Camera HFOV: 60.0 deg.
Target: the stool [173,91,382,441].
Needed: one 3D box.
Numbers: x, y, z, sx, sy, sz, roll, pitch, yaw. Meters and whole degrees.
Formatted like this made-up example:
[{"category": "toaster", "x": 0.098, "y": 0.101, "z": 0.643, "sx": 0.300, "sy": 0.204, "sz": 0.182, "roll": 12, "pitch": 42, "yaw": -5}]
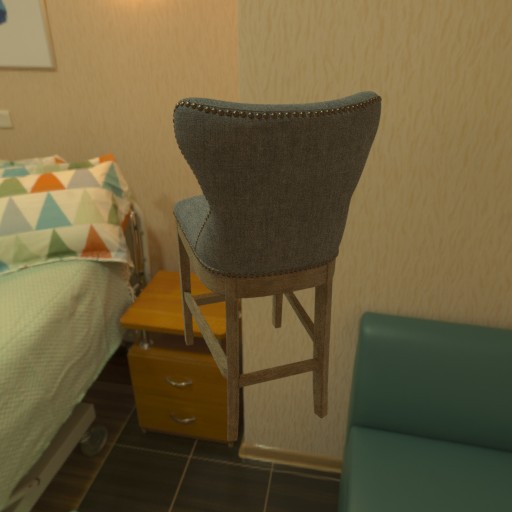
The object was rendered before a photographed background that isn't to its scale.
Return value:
[{"category": "stool", "x": 0.000, "y": 0.000, "z": 1.365, "sx": 0.498, "sy": 0.981, "sz": 0.608, "roll": -8, "pitch": 27, "yaw": -16}]
